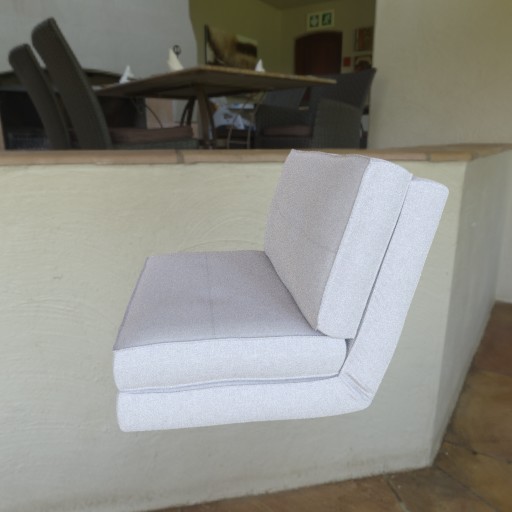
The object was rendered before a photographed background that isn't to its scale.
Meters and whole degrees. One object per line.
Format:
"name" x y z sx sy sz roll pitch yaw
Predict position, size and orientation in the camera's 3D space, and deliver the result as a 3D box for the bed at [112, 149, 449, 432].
"bed" 0.000 0.000 1.326 0.749 0.614 0.799 -2 15 -8
